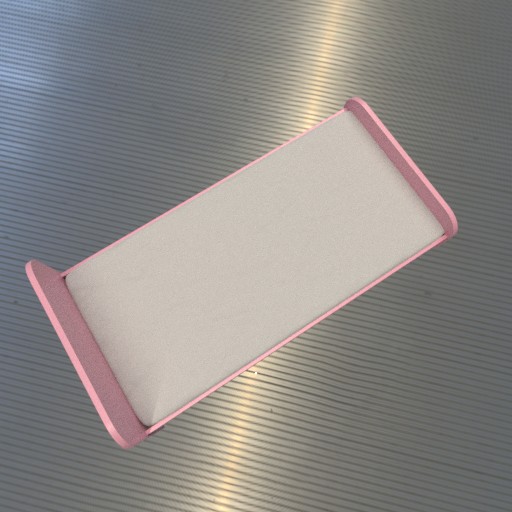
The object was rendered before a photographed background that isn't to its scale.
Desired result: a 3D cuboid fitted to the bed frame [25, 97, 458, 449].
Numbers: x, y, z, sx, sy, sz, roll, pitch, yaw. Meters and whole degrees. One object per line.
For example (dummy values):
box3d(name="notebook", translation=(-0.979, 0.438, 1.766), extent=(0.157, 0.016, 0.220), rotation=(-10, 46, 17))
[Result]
box3d(name="bed frame", translation=(0.000, 0.000, 2.449), extent=(1.963, 0.805, 0.998), rotation=(-32, 77, -8))
